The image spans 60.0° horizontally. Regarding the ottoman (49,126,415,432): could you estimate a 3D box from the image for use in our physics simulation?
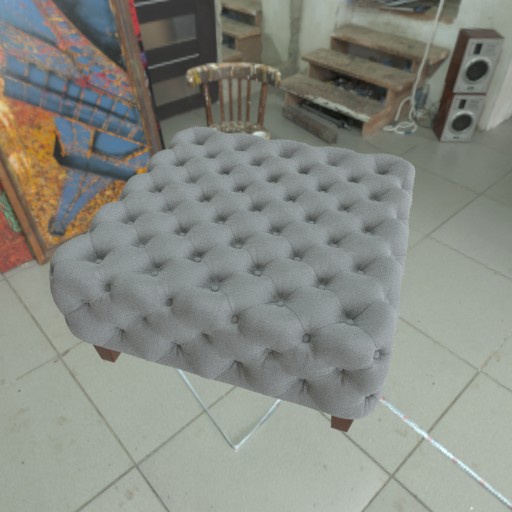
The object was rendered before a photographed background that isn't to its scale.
[{"bbox_3d":[0.000,0.000,1.456,0.911,0.439,0.917,12,43,13],"label":"ottoman"}]
